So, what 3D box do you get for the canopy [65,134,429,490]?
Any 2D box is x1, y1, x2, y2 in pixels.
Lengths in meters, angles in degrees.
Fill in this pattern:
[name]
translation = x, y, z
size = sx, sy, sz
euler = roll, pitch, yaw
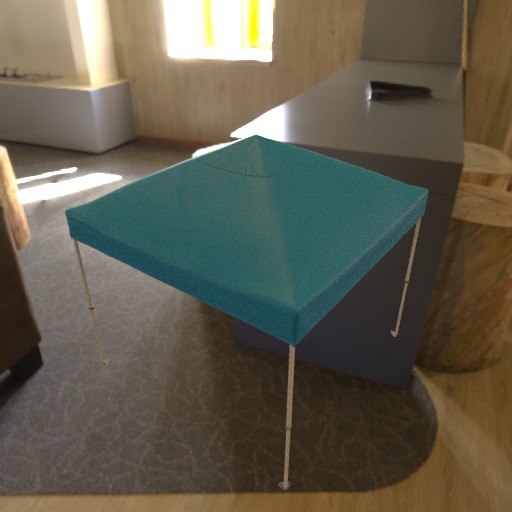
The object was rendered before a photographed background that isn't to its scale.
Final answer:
[canopy]
translation = 0.000, 0.000, 5.448
size = 2.996, 2.997, 2.998
euler = 21, 37, 31
